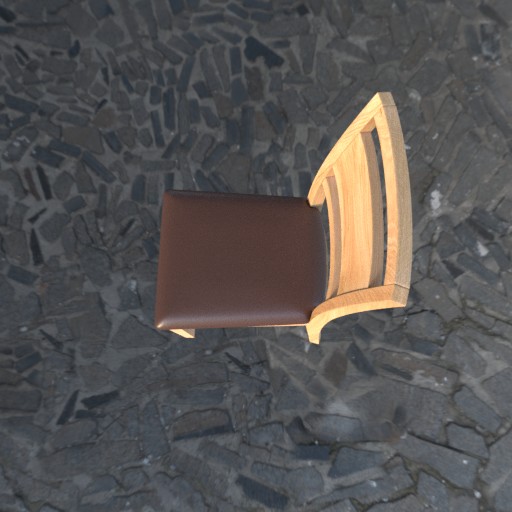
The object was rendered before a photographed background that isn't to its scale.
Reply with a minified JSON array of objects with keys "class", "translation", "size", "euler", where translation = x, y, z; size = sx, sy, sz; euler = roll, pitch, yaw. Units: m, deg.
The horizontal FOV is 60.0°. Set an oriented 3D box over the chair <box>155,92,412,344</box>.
[{"class":"chair","translation":[0.000,0.000,1.224],"size":[0.545,0.940,0.420],"euler":[1,76,0]}]
